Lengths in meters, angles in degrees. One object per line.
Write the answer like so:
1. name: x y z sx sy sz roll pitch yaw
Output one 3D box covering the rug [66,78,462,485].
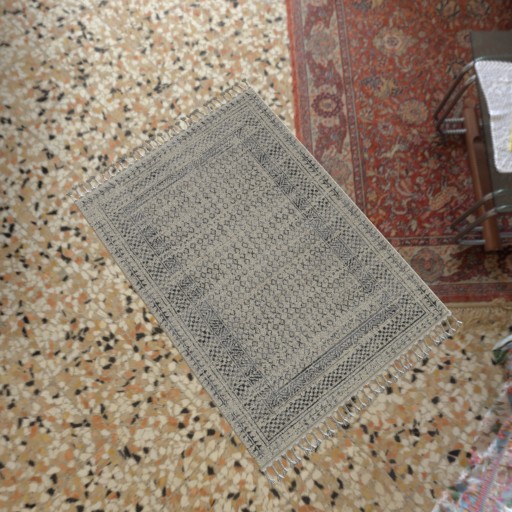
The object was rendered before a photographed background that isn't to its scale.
1. rug: 0.000 0.000 2.341 1.243 0.013 1.872 -36 77 -9
